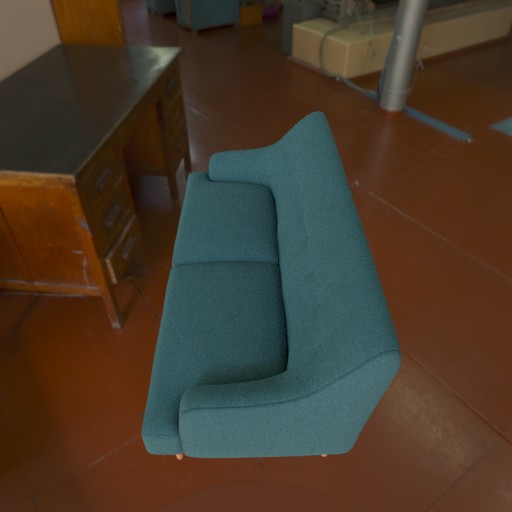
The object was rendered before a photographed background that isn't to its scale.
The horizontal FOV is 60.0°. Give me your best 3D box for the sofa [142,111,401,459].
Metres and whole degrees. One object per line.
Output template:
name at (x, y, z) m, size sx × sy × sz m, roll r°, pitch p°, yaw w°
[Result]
sofa at (0.000, 0.000, 2.494) m, size 0.978 × 0.871 × 2.057 m, roll -1°, pitch 41°, yaw -1°
